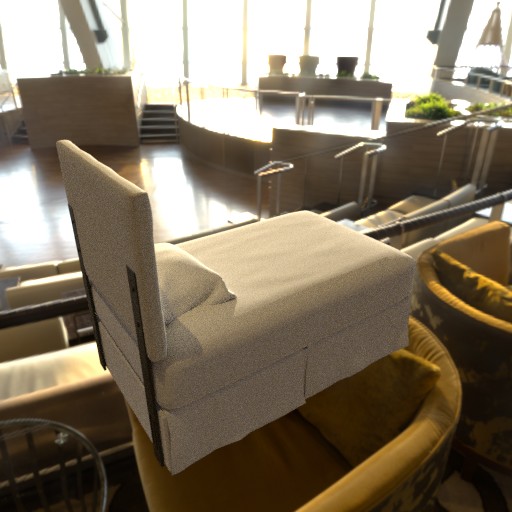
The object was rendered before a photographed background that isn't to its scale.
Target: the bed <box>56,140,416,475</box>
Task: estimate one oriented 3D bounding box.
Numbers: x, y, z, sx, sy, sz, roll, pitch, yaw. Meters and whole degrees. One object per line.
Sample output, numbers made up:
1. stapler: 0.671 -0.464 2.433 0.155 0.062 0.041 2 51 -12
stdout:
1. bed: 0.000 0.000 2.935 1.997 1.571 1.261 -18 32 -31
